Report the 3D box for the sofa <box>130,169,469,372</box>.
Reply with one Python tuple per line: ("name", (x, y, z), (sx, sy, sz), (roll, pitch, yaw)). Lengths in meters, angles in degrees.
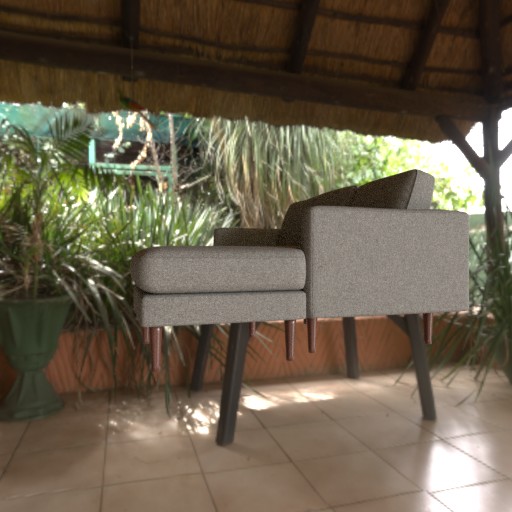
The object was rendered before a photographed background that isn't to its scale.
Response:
("sofa", (0.000, 0.000, 2.997), (1.667, 0.957, 2.055), (0, 1, -18))
